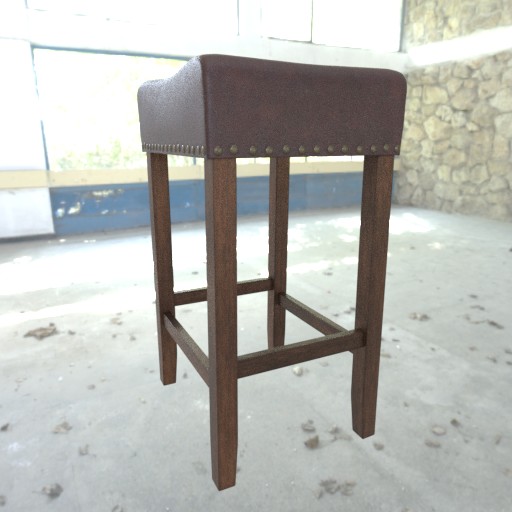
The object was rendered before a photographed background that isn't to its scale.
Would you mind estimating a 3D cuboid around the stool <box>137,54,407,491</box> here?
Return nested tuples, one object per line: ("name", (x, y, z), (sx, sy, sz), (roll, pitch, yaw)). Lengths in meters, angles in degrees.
("stool", (0.000, 0.000, 1.012), (0.401, 0.769, 0.465), (-7, 16, -25))
